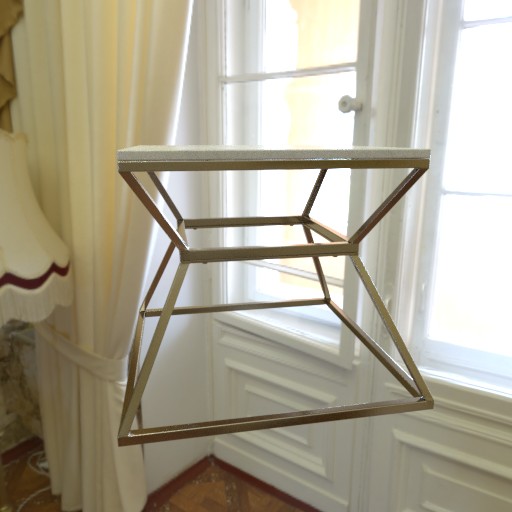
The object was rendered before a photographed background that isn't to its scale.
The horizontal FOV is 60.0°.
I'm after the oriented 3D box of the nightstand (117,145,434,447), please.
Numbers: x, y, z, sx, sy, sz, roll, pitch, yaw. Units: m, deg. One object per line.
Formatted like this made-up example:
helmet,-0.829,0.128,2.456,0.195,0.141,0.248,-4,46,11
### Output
nightstand,0.000,0.000,0.891,0.513,0.426,0.514,-3,15,-10
